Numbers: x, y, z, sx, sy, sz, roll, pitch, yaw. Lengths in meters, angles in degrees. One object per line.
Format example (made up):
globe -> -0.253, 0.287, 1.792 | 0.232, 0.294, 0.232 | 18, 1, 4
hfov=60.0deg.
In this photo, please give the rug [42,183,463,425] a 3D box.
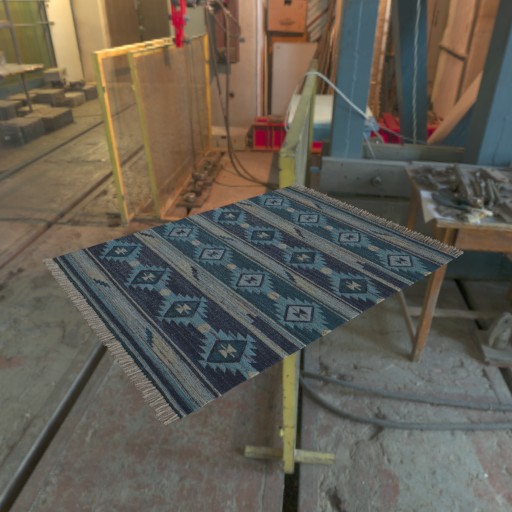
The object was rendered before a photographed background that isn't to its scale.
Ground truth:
rug -> 0.000, 0.000, 4.257 | 3.307, 0.047, 2.418 | -22, 36, -33
